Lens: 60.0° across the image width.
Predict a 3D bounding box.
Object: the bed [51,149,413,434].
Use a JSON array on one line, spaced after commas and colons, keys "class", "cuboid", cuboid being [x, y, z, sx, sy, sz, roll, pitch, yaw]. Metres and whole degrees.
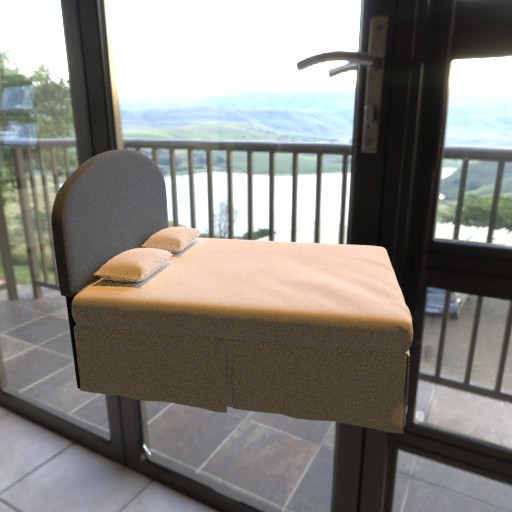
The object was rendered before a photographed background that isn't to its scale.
[{"class": "bed", "cuboid": [0.000, 0.000, 3.056, 2.005, 1.410, 1.607, 3, 17, 10]}]
